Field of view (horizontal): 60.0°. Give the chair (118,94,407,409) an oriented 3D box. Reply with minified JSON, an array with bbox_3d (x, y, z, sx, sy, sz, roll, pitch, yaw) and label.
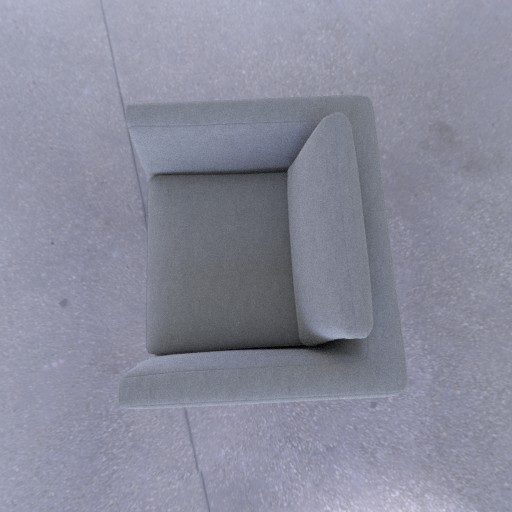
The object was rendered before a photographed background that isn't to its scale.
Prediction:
[{"bbox_3d":[0.000,0.000,1.694,0.889,0.864,1.041,-3,76,-1],"label":"chair"}]
